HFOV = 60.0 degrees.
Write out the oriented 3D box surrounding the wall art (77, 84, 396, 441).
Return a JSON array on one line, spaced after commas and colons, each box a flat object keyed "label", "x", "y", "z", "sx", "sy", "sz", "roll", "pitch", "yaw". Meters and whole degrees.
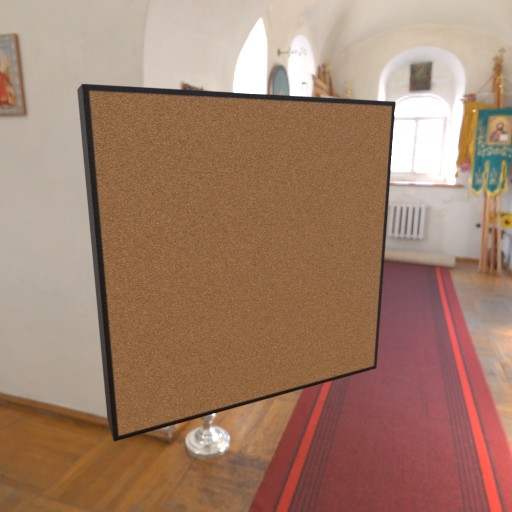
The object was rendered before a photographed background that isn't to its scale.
[{"label": "wall art", "x": 0.000, "y": 0.000, "z": 0.444, "sx": 0.304, "sy": 0.303, "sz": 0.037, "roll": -7, "pitch": 16, "yaw": -26}]
